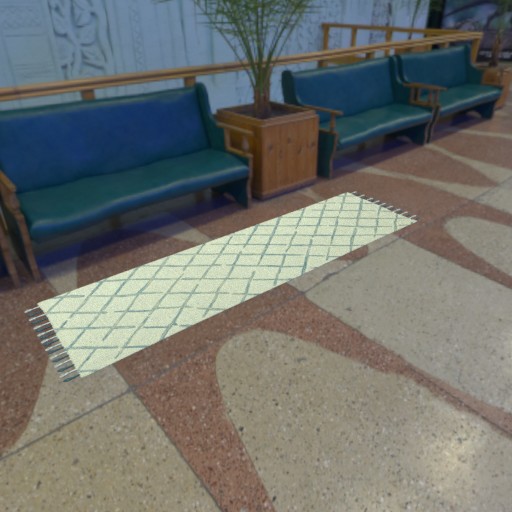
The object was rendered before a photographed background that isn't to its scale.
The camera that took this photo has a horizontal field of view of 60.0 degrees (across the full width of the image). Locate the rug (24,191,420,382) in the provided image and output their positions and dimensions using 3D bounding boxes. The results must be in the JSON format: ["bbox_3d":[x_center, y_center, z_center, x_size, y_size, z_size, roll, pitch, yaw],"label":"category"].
[{"bbox_3d":[0.000,0.000,2.552,2.372,0.008,0.620,-22,37,-32],"label":"rug"}]
